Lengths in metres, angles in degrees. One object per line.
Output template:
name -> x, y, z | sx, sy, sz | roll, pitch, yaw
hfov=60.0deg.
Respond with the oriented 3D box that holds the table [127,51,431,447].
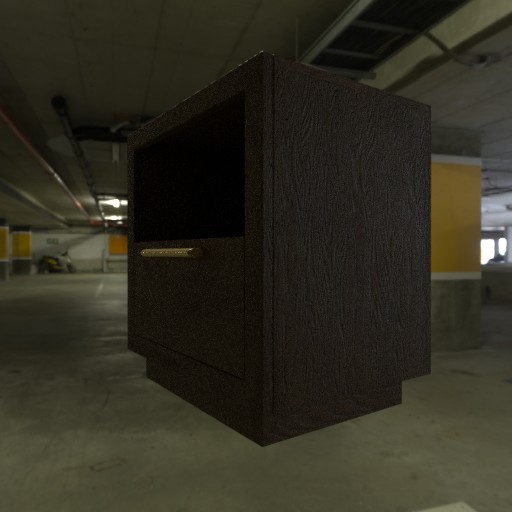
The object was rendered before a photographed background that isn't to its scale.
table -> 0.000, 0.000, 0.963 | 0.439, 0.585, 0.560 | 0, 0, -35
